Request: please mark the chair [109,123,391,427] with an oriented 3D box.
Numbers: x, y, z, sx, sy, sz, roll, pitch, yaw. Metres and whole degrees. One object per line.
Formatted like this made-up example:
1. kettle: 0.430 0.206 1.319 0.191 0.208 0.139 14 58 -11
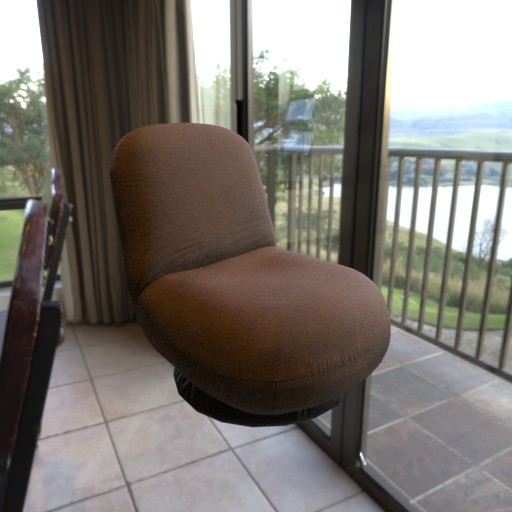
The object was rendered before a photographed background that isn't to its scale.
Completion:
1. chair: 0.000 0.000 1.019 0.597 0.594 0.521 14 21 41
